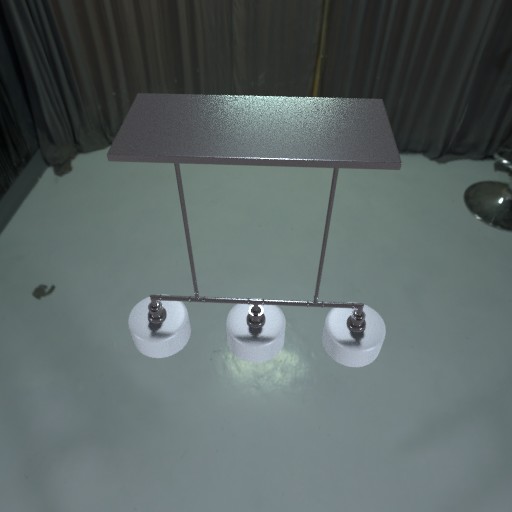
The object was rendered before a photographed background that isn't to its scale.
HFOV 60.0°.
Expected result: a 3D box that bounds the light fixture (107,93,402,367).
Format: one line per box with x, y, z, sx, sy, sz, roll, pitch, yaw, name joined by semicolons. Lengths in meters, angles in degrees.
0.000;0.000;0.850;0.582;0.557;0.177;2;46;2;light fixture
